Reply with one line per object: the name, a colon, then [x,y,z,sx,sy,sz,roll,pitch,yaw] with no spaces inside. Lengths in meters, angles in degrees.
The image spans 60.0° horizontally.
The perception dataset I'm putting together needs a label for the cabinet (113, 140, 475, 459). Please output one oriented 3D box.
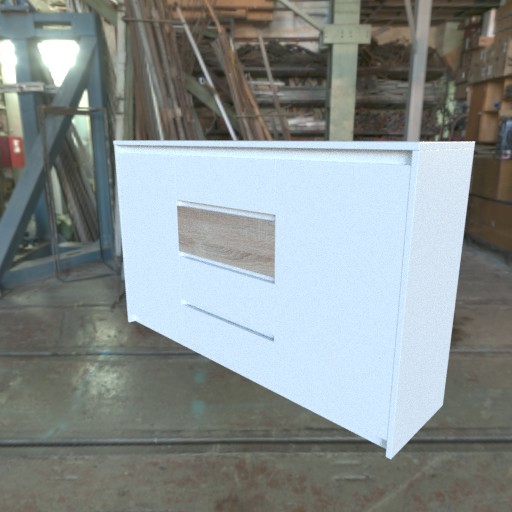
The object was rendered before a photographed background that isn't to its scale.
cabinet: [0.000,0.000,1.792,1.450,0.900,0.380,14,20,42]
